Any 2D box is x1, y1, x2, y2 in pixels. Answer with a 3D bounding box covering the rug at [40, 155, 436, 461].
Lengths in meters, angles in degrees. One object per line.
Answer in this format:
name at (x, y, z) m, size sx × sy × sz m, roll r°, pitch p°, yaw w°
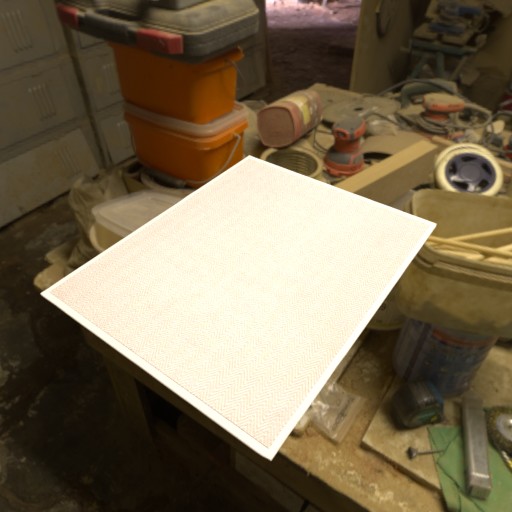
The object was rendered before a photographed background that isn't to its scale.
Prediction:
rug at (0.000, 0.000, 4.185) m, size 2.423 × 0.019 × 3.009 m, roll 26°, pitch 48°, yaw 26°
